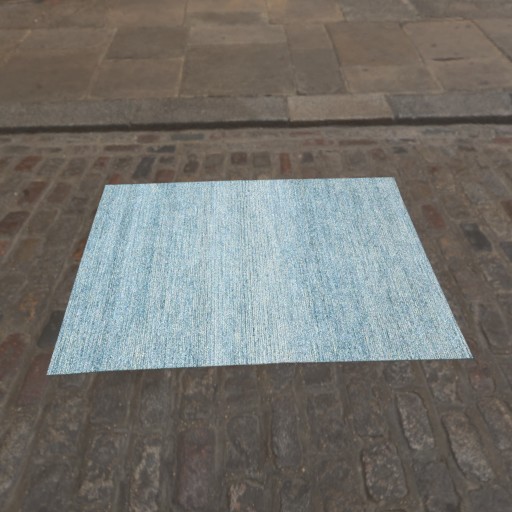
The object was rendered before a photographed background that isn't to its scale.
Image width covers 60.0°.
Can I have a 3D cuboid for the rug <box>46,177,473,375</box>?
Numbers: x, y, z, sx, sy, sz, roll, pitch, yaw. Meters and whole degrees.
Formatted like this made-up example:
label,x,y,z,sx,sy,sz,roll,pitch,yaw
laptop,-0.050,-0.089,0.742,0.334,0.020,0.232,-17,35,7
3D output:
label,x,y,z,sx,sy,sz,roll,pitch,yaw
rug,0.000,0.000,2.887,2.260,0.026,1.611,-2,47,-2
